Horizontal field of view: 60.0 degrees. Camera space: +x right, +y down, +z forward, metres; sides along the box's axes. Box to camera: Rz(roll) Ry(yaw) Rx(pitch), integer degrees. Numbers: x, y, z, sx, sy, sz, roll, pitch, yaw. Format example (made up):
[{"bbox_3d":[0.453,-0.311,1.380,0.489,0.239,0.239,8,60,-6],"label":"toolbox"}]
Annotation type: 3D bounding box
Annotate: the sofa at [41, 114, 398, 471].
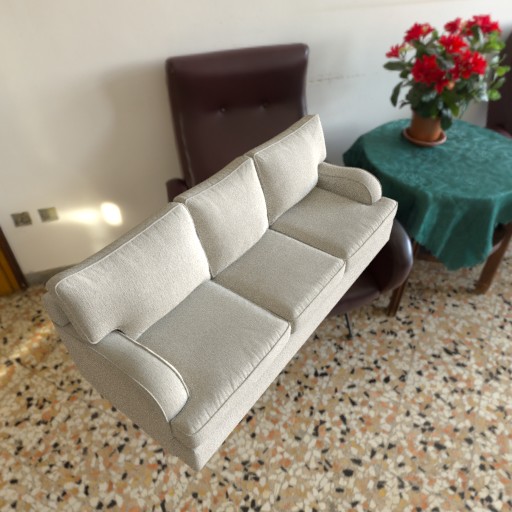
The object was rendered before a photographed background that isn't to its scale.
[{"bbox_3d":[0.000,0.000,2.858,1.016,0.991,2.323,26,48,26],"label":"sofa"}]
